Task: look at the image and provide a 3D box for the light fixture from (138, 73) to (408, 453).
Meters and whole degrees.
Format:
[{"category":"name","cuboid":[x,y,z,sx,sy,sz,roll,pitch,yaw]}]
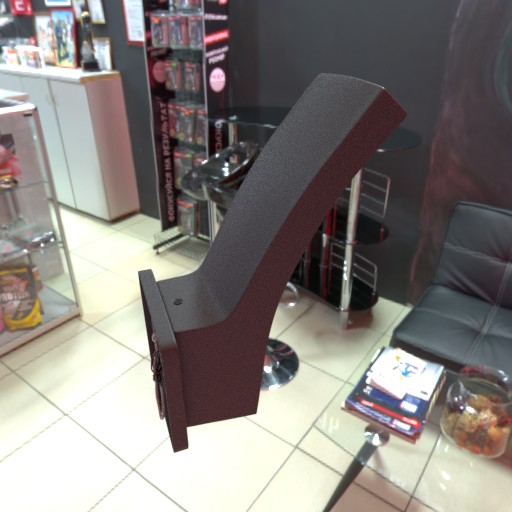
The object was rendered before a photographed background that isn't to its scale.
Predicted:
[{"category":"light fixture","cuboid":[0.000,0.000,0.329,0.174,0.243,0.108,-10,30,-18]}]
